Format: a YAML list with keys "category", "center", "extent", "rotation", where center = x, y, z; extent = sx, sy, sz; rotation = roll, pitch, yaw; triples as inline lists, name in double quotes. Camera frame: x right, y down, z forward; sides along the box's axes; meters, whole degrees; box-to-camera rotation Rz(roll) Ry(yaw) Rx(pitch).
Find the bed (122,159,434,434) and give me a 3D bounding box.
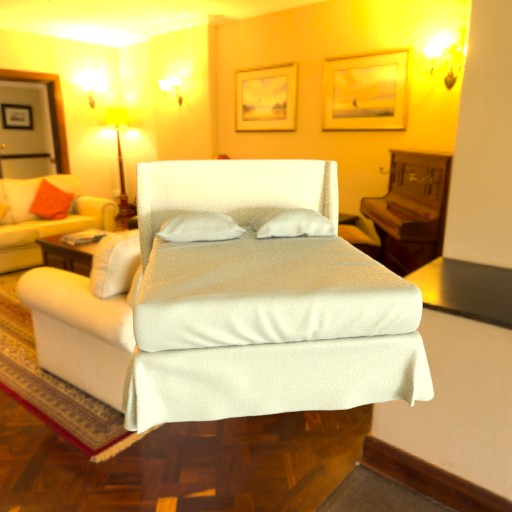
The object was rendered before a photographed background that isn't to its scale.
- category: "bed"
  center: [0.000, 0.000, 3.376]
  extent: [1.925, 1.332, 2.276]
  rotation: [-2, 15, -8]
